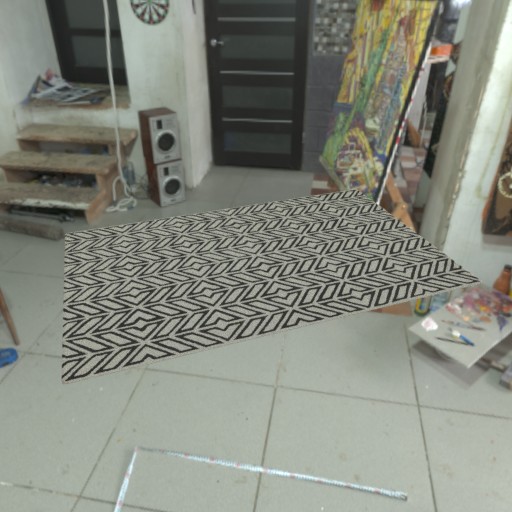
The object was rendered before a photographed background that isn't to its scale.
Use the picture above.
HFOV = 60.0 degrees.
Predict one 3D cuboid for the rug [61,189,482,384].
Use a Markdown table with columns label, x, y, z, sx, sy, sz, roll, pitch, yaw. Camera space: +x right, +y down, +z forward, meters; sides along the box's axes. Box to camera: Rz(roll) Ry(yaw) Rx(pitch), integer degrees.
| label | x | y | z | sx | sy | sz | roll | pitch | yaw |
| --- | --- | --- | --- | --- | --- | --- | --- | --- | --- |
| rug | 0.000 | 0.000 | 2.994 | 2.438 | 0.008 | 1.523 | -11 | 33 | -16 |
